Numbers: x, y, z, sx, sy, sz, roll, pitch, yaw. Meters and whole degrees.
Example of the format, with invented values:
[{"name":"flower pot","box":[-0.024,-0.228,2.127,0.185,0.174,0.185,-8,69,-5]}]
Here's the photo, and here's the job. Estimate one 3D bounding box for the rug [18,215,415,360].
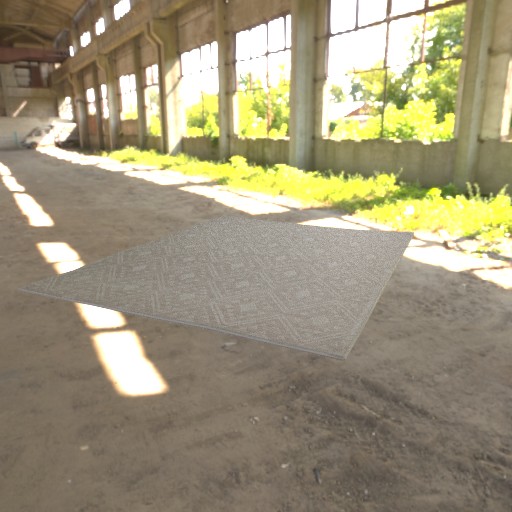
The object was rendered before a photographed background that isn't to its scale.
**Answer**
[{"name":"rug","box":[0.000,0.000,4.004,2.399,0.054,3.011,7,18,24]}]
